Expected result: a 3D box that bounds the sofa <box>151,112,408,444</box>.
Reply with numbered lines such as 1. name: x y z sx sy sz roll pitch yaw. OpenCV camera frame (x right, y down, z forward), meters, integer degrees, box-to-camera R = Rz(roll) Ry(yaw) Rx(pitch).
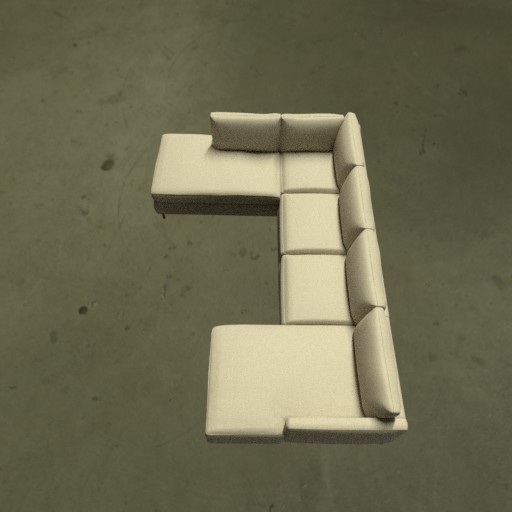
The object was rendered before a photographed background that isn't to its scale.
1. sofa: 0.000 0.000 3.529 1.879 0.756 2.737 1 58 1
